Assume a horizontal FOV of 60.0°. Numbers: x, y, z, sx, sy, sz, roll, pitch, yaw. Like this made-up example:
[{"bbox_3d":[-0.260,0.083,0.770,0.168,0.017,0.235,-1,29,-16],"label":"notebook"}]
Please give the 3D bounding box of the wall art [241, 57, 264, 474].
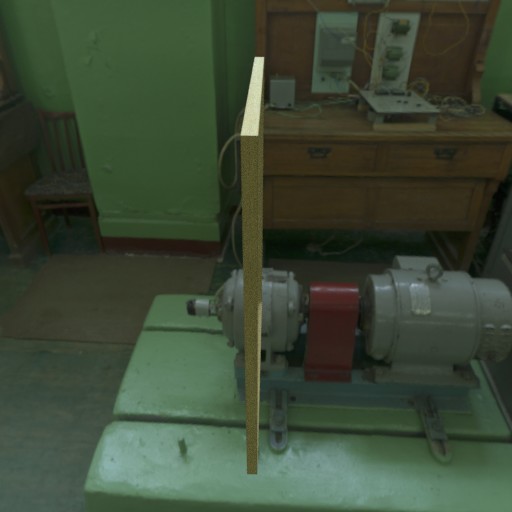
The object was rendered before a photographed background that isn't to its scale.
[{"bbox_3d":[0.000,0.000,1.357,0.030,1.002,0.798,1,33,1],"label":"wall art"}]
